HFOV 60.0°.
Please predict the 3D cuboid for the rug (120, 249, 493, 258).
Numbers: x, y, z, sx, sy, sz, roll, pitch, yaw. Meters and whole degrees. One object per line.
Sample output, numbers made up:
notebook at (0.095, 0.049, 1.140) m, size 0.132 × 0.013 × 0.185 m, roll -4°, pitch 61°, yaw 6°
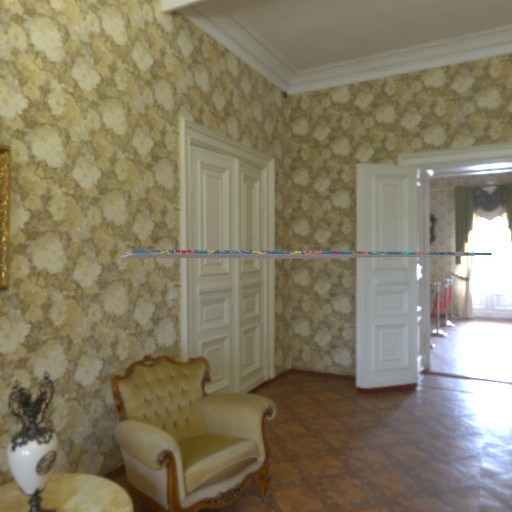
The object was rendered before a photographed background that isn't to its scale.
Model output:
rug at (0.000, 0.000, 4.228) m, size 2.434 × 0.025 × 3.204 m, roll 0°, pitch -1°, yaw -18°
